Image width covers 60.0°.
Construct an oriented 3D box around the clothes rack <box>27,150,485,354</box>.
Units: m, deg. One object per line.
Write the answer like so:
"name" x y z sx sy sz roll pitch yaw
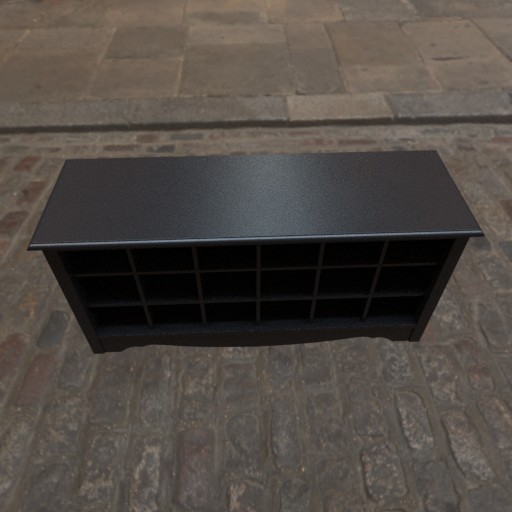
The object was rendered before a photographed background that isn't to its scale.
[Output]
"clothes rack" 0.000 0.000 1.510 1.219 0.556 0.406 -2 47 -2
